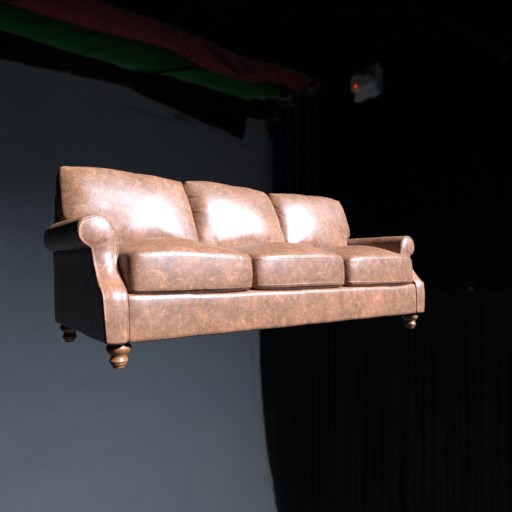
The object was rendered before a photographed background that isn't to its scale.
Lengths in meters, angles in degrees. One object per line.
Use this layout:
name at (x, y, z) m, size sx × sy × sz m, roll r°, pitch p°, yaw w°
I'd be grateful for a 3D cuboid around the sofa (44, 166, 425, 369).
sofa at (0.000, 0.000, 2.777) m, size 2.351 × 0.977 × 0.973 m, roll 1°, pitch -2°, yaw -36°
